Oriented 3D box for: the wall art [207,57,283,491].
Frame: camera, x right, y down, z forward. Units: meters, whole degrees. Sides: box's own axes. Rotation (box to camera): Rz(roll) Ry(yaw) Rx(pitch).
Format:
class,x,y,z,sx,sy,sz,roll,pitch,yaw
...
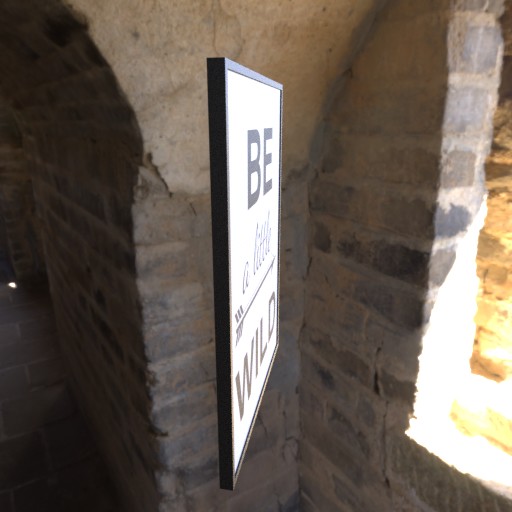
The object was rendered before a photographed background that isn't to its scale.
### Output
class,x,y,z,sx,sy,sz,roll,pitch,yaw
wall art,0.000,0.000,1.403,0.038,1.062,0.806,3,18,11
